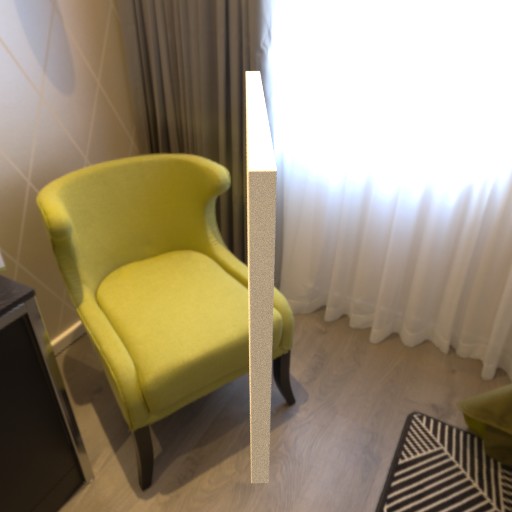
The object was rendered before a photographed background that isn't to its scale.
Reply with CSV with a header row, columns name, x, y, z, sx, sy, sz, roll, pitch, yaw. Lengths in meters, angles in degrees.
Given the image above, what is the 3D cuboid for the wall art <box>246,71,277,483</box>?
name,x,y,z,sx,sy,sz,roll,pitch,yaw
wall art,0.000,0.000,1.142,0.040,0.762,0.762,-1,32,-1
